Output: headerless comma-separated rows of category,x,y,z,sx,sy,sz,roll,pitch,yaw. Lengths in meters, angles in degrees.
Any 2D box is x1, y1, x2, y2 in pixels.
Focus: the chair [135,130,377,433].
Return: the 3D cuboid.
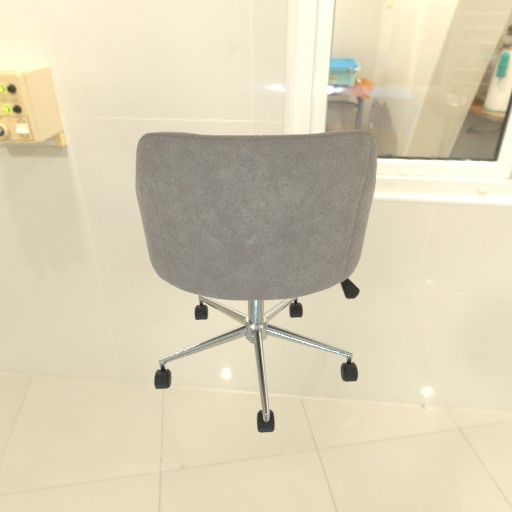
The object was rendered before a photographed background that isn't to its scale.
chair,0.000,0.000,1.265,0.635,0.831,0.573,-1,30,-2
